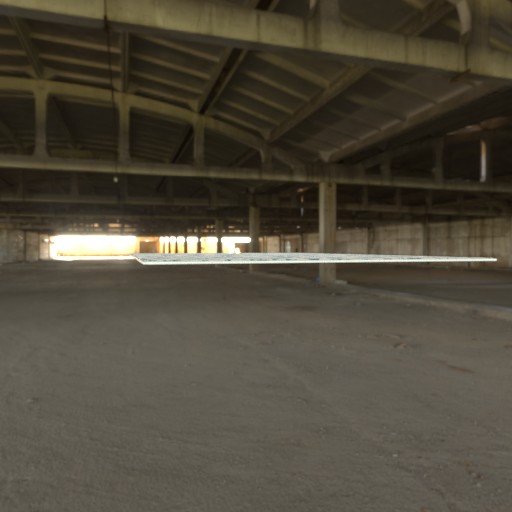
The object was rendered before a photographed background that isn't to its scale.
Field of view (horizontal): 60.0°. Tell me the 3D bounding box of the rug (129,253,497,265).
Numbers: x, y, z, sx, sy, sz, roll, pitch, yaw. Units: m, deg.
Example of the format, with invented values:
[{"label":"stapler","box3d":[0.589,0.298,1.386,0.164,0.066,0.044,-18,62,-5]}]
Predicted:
[{"label":"rug","box3d":[0.000,0.000,2.256,1.213,0.012,1.831,0,1,-17]}]
